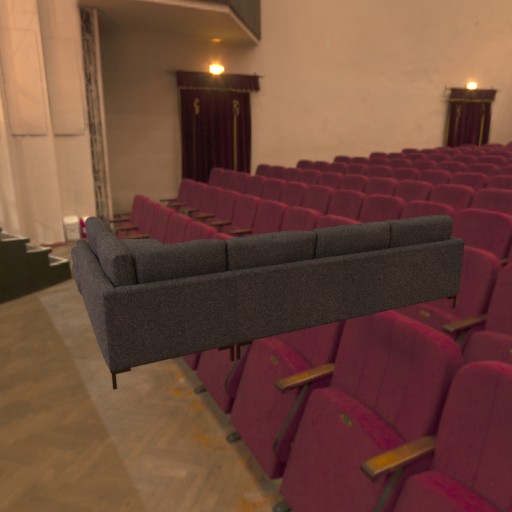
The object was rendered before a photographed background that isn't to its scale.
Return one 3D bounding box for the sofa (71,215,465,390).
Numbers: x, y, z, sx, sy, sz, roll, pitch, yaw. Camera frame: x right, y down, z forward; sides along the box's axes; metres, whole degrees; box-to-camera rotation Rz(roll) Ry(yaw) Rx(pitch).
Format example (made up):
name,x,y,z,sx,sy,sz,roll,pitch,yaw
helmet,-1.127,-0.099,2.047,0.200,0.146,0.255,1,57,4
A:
name,x,y,z,sx,sy,sz,roll,pitch,yaw
sofa,0.000,0.000,3.962,2.949,0.815,2.007,-7,17,-26
